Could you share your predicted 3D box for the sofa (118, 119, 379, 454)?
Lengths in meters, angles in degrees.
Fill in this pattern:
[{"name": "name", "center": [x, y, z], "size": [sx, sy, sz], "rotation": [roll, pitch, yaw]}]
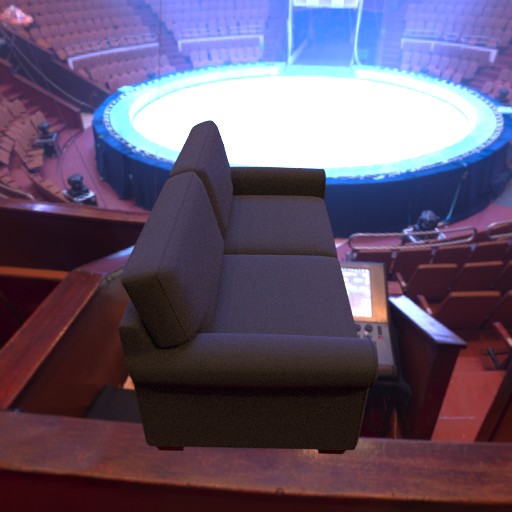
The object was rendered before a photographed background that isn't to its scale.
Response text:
[{"name": "sofa", "center": [0.000, 0.000, 2.466], "size": [0.940, 1.020, 1.930], "rotation": [1, 33, 1]}]
